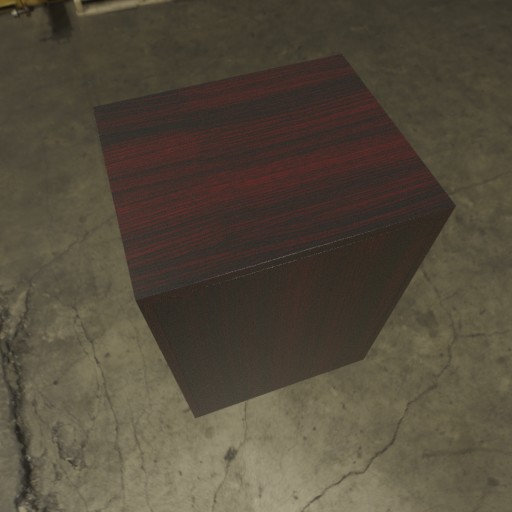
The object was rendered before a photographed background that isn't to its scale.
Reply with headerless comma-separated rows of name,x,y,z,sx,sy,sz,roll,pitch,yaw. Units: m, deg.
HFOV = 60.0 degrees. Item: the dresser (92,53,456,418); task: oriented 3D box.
dresser,0.000,0.000,0.841,0.400,0.560,0.360,-16,59,-10
